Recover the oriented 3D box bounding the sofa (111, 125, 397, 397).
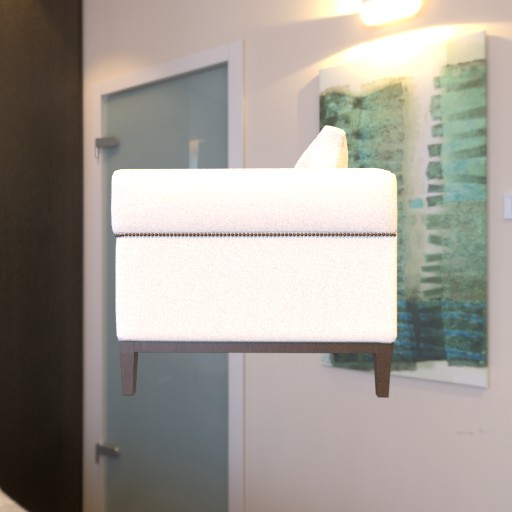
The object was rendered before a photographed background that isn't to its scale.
[{"bbox_3d":[0.000,0.000,2.142,0.905,0.873,1.598,0,0,1],"label":"sofa"}]
